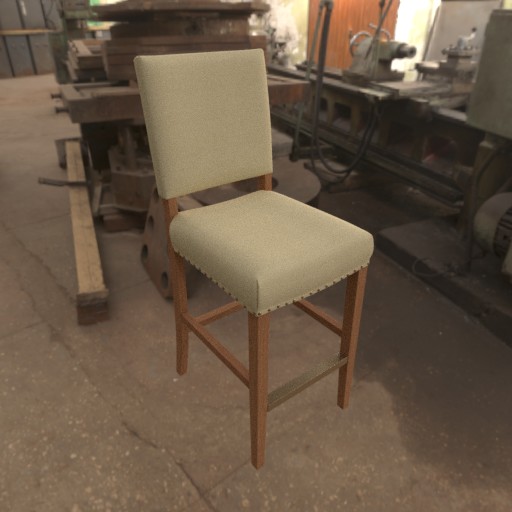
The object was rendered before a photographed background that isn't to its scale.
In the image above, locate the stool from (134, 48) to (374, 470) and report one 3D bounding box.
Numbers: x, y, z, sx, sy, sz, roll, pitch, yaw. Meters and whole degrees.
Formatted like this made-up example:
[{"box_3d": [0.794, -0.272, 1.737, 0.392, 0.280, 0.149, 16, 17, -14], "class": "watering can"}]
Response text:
[{"box_3d": [0.000, 0.000, 1.429, 0.445, 1.168, 0.584, -21, 35, -32], "class": "stool"}]
